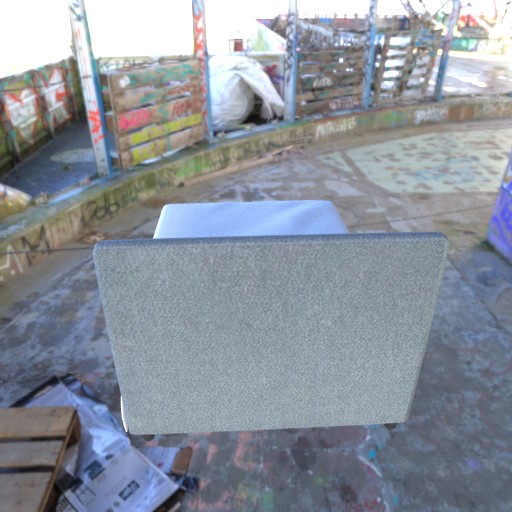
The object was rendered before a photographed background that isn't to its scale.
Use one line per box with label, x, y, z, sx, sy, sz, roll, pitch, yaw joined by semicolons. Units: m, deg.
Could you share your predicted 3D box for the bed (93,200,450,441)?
bed;0.000;0.000;3.236;1.723;1.330;2.142;-2;29;-3
